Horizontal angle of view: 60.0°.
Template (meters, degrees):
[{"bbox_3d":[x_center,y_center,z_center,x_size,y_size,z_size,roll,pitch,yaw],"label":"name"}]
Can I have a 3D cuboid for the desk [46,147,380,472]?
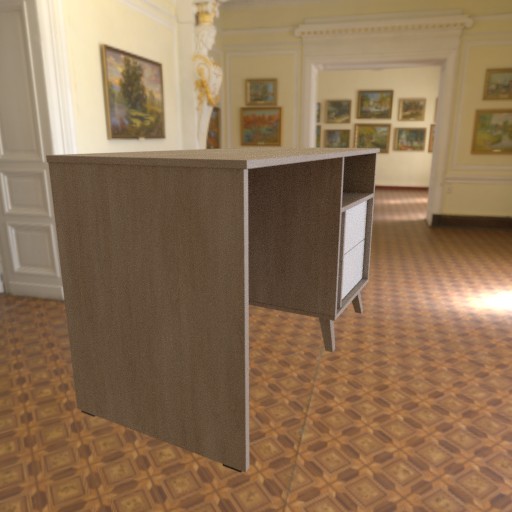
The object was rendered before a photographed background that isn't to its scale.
[{"bbox_3d":[0.000,0.000,1.668,0.600,0.770,1.251,7,17,26],"label":"desk"}]
